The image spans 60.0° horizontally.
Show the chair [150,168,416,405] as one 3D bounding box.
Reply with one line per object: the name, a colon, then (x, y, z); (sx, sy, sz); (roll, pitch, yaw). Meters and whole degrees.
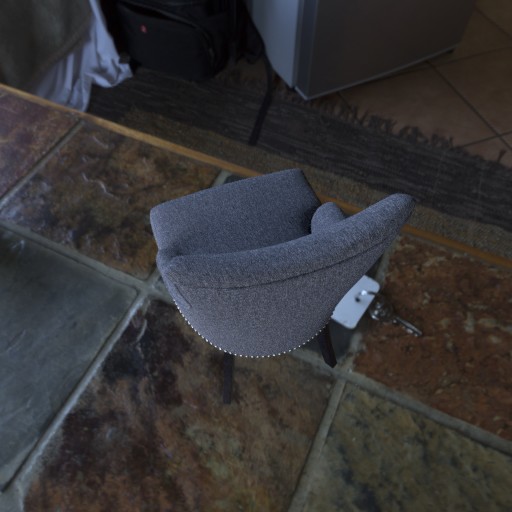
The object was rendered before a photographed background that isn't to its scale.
chair: (0.000, 0.000, 1.330); (0.566, 0.909, 0.629); (-16, 60, -10)
